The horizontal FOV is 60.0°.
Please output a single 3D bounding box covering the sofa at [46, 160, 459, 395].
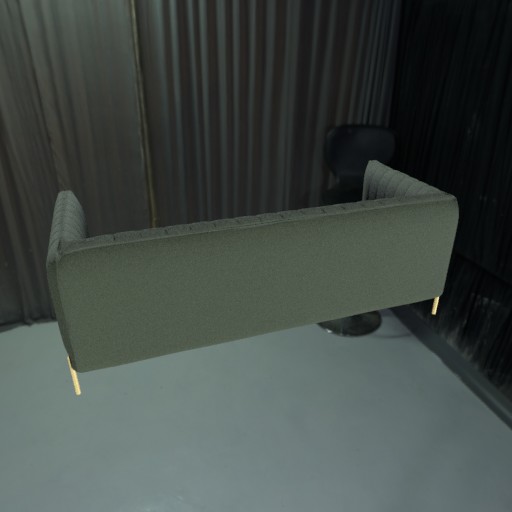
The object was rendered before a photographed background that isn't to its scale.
[{"bbox_3d":[0.000,0.000,2.601,2.137,0.793,0.896,-9,28,-17],"label":"sofa"}]
